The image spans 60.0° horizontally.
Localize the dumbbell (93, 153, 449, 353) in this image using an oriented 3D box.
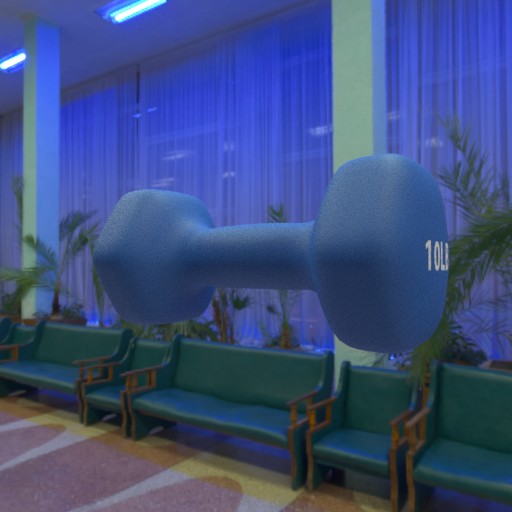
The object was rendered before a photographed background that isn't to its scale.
[{"bbox_3d":[0.000,0.000,0.268,0.212,0.093,0.103,-1,-1,36],"label":"dumbbell"}]
